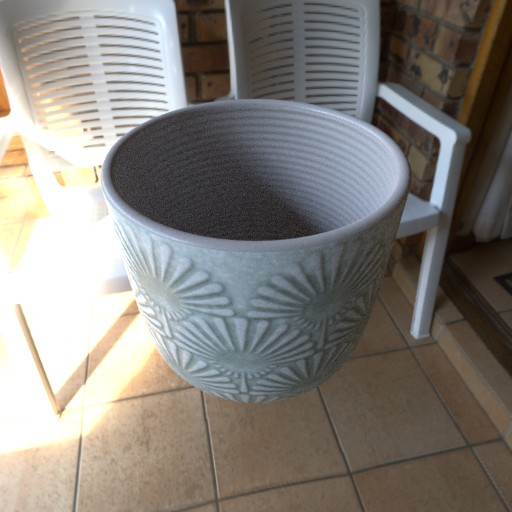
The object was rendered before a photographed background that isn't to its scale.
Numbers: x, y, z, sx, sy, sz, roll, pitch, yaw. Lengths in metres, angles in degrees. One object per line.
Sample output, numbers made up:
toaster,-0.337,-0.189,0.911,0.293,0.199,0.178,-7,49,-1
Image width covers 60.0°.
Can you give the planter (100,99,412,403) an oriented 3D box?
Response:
planter,0.000,0.000,0.216,0.124,0.109,0.124,0,40,0
